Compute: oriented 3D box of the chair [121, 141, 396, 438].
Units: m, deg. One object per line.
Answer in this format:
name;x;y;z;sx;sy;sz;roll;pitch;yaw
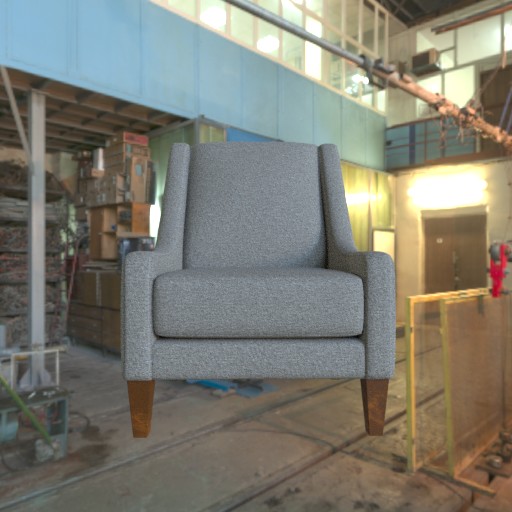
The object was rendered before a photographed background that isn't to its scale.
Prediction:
chair;0.000;0.000;1.619;0.774;1.016;0.870;0;0;-1
